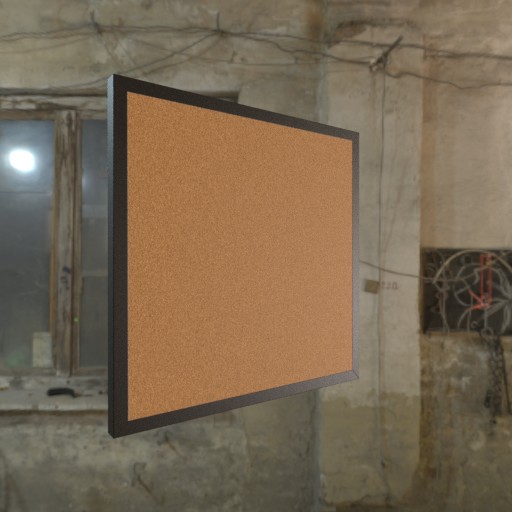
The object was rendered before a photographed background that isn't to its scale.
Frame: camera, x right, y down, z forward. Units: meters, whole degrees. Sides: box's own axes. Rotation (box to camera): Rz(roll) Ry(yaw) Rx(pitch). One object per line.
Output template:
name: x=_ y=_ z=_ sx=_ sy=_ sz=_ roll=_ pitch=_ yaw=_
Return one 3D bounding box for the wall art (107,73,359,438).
wall art: x=0.000 y=0.000 z=1.167 sx=0.765 sy=0.765 sz=0.038 roll=0 pitch=0 yaw=-36
